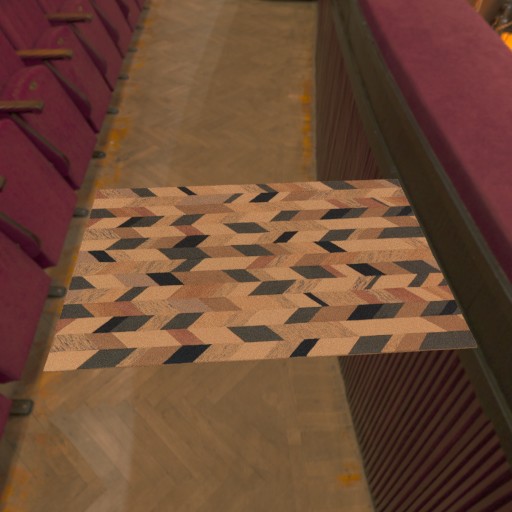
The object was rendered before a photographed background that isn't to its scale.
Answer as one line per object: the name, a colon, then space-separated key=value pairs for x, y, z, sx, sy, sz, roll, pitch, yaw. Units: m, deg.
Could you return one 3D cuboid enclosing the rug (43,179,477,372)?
rug: x=0.000 y=0.000 z=2.254 sx=1.813 sy=0.006 sz=1.202 roll=-3 pitch=46 yaw=-2
